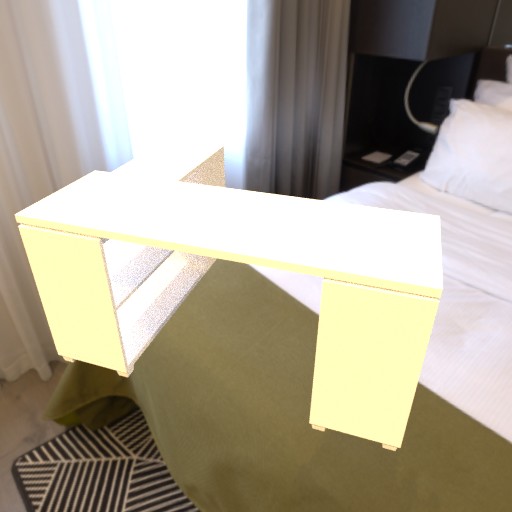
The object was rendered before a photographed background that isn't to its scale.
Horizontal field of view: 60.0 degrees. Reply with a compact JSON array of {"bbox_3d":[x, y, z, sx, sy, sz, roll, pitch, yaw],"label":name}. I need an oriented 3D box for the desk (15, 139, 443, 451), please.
[{"bbox_3d":[0.000,0.000,2.152,1.524,0.759,1.199,10,33,16],"label":"desk"}]
